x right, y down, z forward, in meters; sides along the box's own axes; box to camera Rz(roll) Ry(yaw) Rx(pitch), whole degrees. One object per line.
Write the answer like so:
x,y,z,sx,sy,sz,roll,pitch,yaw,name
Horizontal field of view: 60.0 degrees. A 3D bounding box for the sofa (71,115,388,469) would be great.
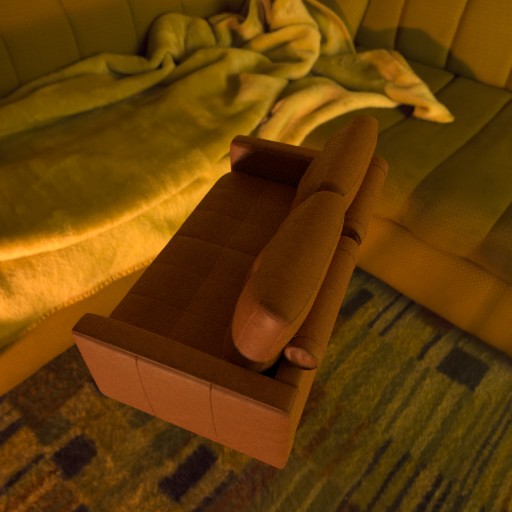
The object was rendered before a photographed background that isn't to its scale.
0.000,0.000,1.943,0.868,0.898,1.430,16,47,15,sofa
